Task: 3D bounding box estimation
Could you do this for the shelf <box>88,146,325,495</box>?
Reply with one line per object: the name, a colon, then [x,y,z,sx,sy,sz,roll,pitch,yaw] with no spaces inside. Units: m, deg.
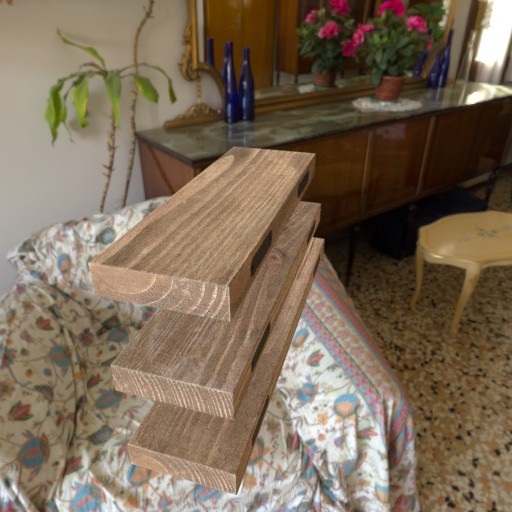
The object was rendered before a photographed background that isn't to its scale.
shelf: [0.000,0.000,0.719,0.140,0.293,0.610,9,31,15]
